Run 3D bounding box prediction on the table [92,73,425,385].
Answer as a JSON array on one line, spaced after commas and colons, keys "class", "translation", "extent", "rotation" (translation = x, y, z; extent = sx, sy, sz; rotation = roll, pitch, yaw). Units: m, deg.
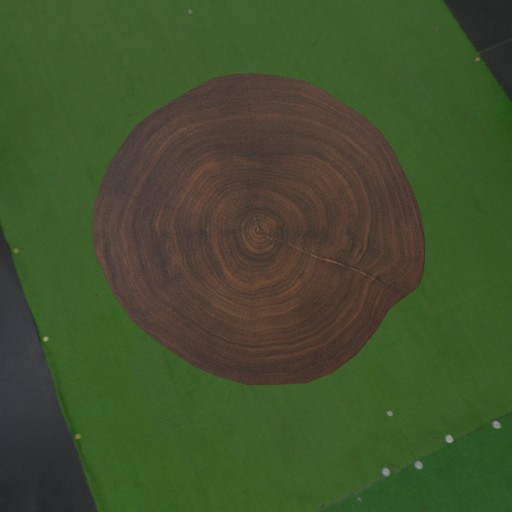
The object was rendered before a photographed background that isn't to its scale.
[{"class": "table", "translation": [0.000, 0.000, 0.890], "extent": [0.477, 0.476, 0.494], "rotation": [-22, 77, -5]}]
